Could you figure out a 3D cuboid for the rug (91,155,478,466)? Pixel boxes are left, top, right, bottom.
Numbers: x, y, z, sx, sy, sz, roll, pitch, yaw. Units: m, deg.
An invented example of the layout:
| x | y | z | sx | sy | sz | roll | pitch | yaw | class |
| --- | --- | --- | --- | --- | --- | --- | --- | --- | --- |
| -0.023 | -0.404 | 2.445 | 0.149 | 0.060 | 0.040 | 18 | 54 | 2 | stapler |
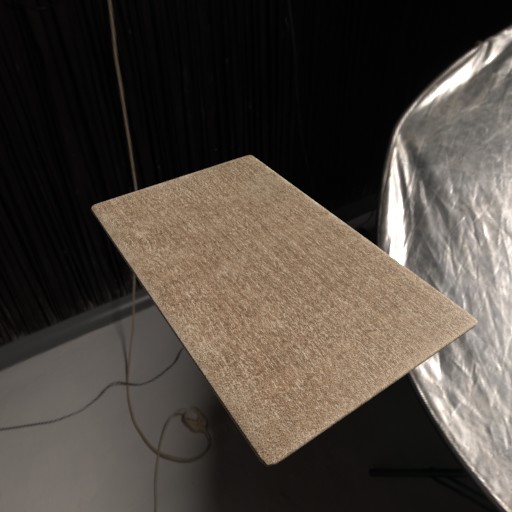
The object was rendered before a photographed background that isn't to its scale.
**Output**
| x | y | z | sx | sy | sz | roll | pitch | yaw | class |
| --- | --- | --- | --- | --- | --- | --- | --- | --- | --- |
| 0.000 | 0.000 | 3.069 | 1.539 | 0.024 | 2.469 | -24 | 46 | -25 | rug |
